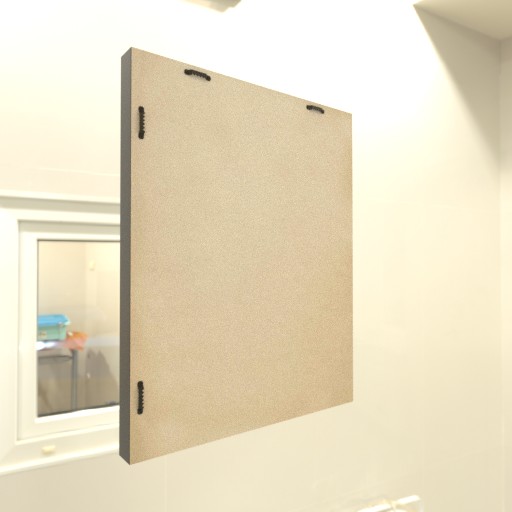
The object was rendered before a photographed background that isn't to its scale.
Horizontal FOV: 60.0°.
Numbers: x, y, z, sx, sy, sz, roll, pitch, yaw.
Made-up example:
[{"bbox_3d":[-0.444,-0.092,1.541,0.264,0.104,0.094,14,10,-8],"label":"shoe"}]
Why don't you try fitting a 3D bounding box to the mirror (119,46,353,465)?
[{"bbox_3d":[0.000,0.000,0.671,0.405,0.508,0.041,1,-1,-37],"label":"mirror"}]
